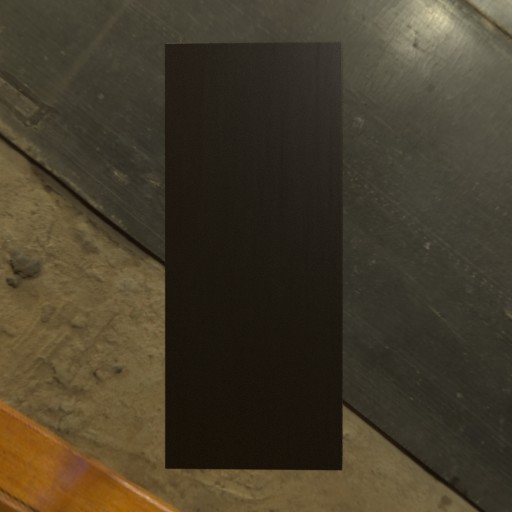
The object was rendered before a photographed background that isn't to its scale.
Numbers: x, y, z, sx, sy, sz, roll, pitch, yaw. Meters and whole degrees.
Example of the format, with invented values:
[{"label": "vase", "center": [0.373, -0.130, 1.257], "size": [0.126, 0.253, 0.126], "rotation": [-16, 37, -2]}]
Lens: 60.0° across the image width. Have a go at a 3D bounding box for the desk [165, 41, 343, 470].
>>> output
[{"label": "desk", "center": [0.000, 0.000, 1.649], "size": [0.508, 0.775, 1.220], "rotation": [0, 90, 1]}]
